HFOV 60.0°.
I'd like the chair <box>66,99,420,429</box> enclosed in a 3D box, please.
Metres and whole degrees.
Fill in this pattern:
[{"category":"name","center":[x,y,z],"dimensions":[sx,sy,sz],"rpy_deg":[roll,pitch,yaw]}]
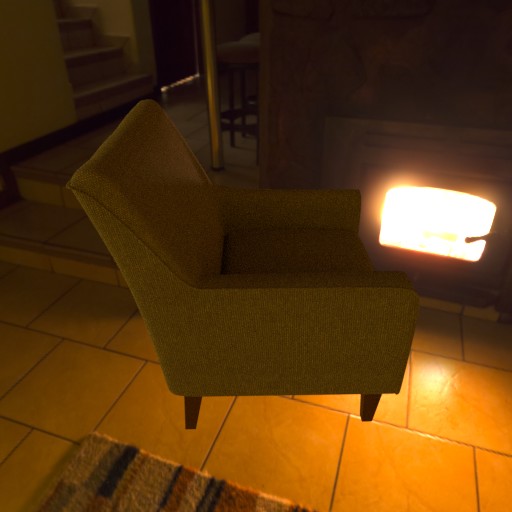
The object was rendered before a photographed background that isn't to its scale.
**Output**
[{"category":"chair","center":[0.000,0.000,1.572],"dimensions":[0.899,0.919,0.780],"rpy_deg":[-1,31,-1]}]
